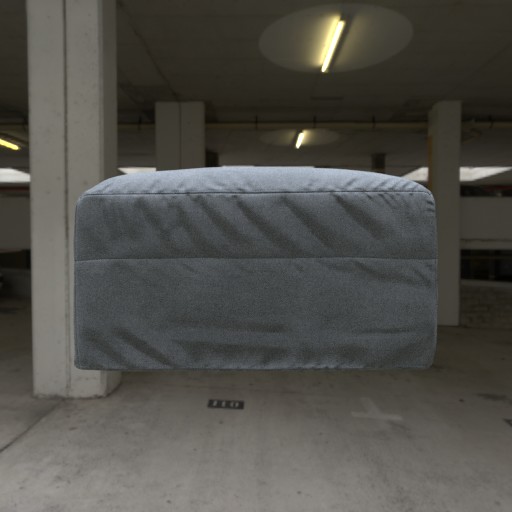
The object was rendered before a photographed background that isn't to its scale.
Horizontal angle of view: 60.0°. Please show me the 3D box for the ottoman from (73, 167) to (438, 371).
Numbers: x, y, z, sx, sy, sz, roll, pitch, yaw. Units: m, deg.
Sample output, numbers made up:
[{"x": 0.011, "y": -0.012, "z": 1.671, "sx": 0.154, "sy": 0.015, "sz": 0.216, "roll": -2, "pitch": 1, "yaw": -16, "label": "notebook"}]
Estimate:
[{"x": 0.000, "y": 0.000, "z": 1.284, "sx": 0.837, "sy": 0.481, "sz": 0.683, "roll": 0, "pitch": 2, "yaw": 0, "label": "ottoman"}]
